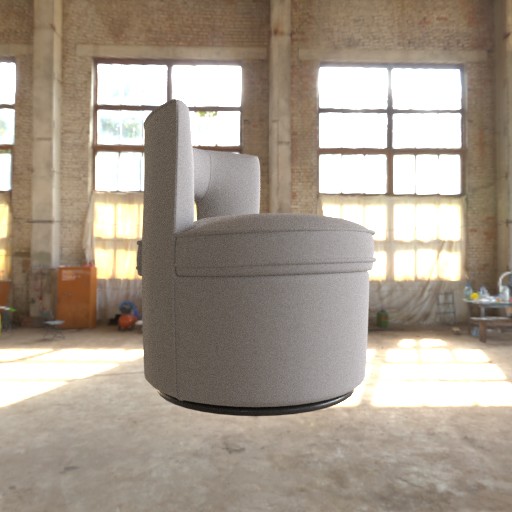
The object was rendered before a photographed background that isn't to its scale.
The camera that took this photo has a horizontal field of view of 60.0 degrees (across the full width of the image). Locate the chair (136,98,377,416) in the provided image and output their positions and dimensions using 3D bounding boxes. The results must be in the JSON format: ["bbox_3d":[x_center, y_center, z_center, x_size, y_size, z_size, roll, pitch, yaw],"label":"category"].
[{"bbox_3d":[0.000,0.000,1.262,0.665,0.723,0.650,0,-1,18],"label":"chair"}]
